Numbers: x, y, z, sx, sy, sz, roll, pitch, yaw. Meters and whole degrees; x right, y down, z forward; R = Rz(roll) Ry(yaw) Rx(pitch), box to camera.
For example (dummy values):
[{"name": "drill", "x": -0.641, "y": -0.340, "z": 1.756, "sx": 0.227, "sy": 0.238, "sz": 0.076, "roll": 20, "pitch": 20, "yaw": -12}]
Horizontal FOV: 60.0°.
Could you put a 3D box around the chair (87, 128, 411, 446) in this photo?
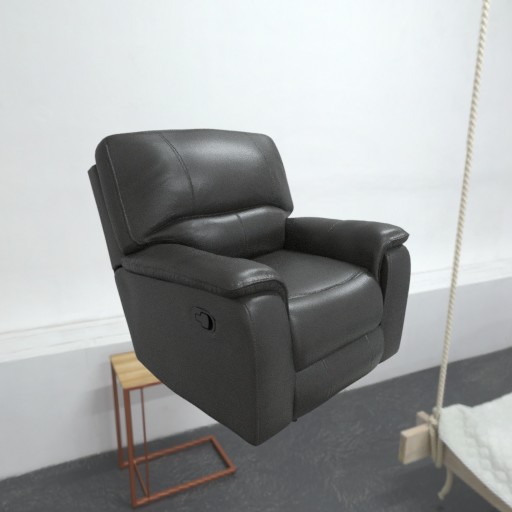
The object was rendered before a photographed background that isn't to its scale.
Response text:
[{"name": "chair", "x": 0.000, "y": 0.000, "z": 2.008, "sx": 1.096, "sy": 1.109, "sz": 1.087, "roll": -15, "pitch": 22, "yaw": -42}]
